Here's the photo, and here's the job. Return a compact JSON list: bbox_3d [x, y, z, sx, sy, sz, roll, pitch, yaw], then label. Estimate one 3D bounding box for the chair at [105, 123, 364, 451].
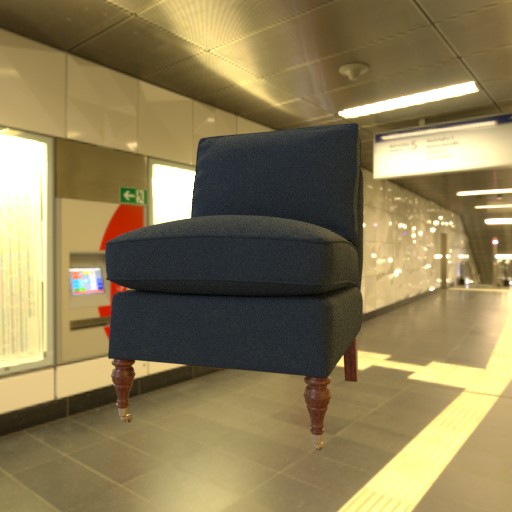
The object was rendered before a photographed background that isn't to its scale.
[{"bbox_3d":[0.000,0.000,1.641,0.724,1.052,0.912,0,0,19],"label":"chair"}]
